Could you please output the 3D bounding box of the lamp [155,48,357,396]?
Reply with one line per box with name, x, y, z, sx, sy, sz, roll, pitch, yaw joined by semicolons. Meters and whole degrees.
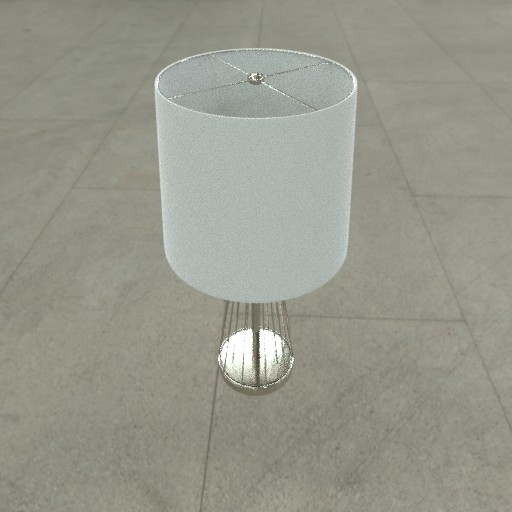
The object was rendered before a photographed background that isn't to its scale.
lamp;0.000;0.000;0.769;0.303;0.618;0.303;0;40;0
